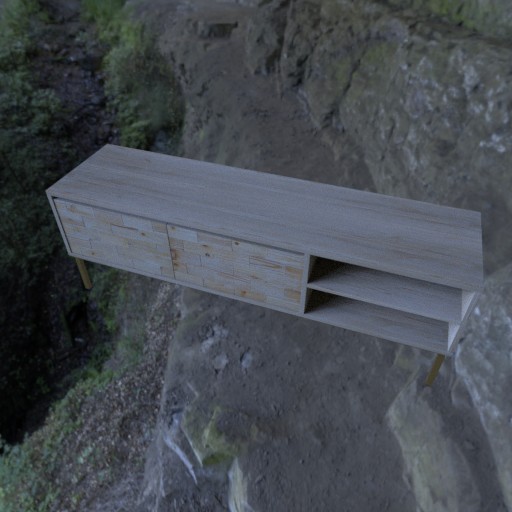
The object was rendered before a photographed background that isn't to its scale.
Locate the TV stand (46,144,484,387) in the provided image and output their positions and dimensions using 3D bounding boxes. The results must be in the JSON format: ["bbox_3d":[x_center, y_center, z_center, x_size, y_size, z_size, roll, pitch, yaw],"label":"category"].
[{"bbox_3d":[0.000,0.000,1.859,1.600,0.550,0.420,13,43,15],"label":"TV stand"}]
